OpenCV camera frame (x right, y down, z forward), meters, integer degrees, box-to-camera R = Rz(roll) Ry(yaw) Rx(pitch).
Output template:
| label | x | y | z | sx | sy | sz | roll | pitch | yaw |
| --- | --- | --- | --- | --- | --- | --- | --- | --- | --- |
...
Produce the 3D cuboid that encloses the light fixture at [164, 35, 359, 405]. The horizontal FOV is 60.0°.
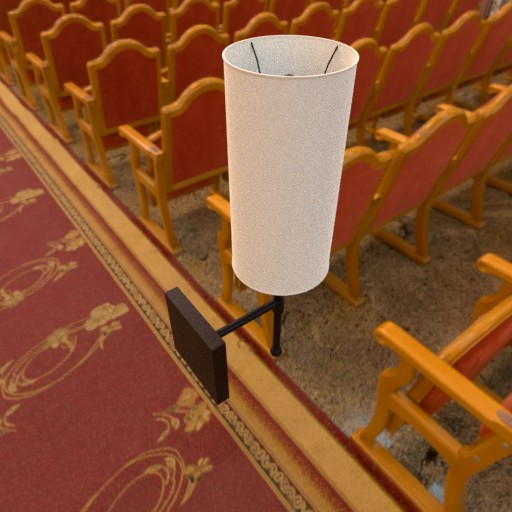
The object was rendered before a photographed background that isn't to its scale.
| label | x | y | z | sx | sy | sz | roll | pitch | yaw |
| --- | --- | --- | --- | --- | --- | --- | --- | --- | --- |
| light fixture | 0.000 | 0.000 | 0.550 | 0.208 | 0.462 | 0.128 | -26 | 47 | -27 |
